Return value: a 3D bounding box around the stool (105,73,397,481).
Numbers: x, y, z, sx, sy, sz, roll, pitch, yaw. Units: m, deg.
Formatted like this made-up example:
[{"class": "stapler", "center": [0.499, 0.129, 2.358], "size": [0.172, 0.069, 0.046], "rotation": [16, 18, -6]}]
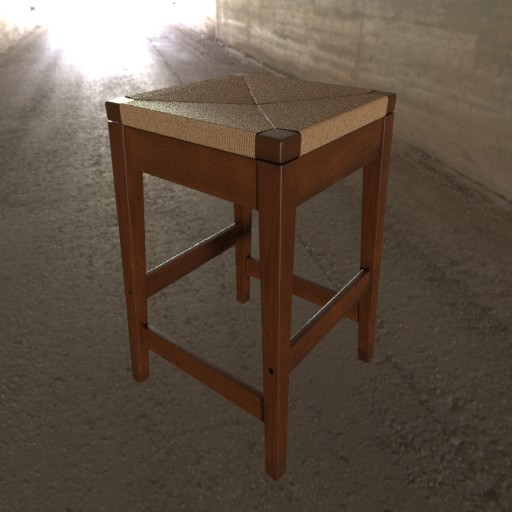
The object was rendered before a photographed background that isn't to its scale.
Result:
[{"class": "stool", "center": [0.000, 0.000, 1.100], "size": [0.507, 0.762, 0.497], "rotation": [22, 38, 32]}]
